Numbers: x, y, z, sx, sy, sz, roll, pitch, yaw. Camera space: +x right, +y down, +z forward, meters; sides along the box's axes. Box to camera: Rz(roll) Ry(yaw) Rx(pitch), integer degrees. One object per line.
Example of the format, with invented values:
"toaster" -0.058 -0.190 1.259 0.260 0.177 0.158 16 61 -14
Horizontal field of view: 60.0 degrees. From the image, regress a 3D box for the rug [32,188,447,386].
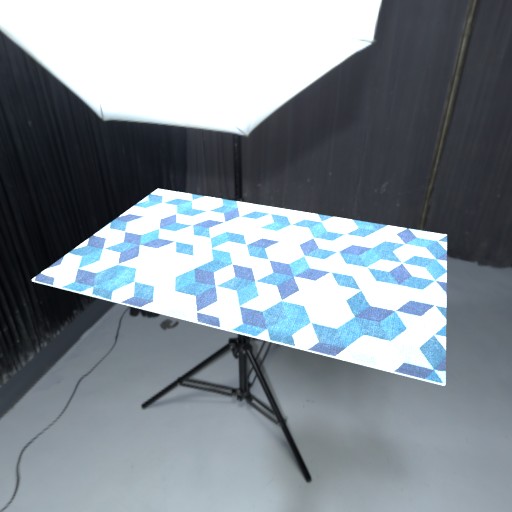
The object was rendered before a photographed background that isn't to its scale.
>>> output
"rug" 0.000 0.000 3.021 2.438 0.015 1.518 11 34 17
